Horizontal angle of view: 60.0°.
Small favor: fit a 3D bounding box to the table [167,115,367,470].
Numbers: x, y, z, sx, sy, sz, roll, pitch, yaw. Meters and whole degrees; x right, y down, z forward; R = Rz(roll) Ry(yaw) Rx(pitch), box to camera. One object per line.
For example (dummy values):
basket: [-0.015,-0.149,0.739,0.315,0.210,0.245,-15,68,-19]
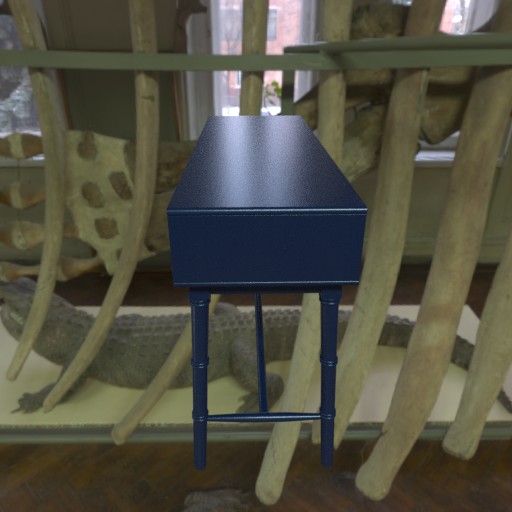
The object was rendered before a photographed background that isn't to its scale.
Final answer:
table: [0.000,0.000,1.501,0.399,0.749,1.118,-1,26,-1]
